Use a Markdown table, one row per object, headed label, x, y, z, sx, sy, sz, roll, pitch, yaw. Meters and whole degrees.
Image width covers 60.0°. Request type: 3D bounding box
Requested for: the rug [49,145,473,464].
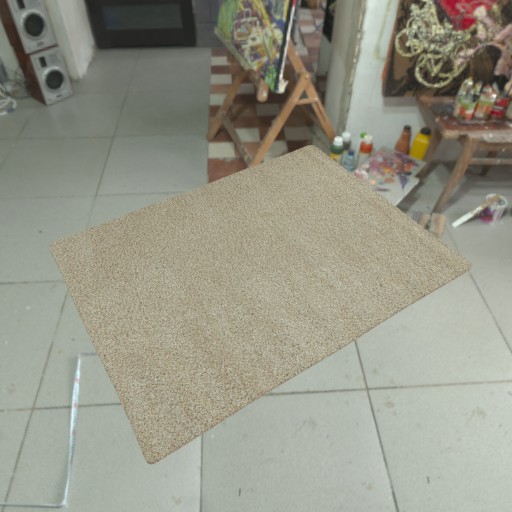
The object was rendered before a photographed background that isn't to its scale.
| label | x | y | z | sx | sy | sz | roll | pitch | yaw |
| --- | --- | --- | --- | --- | --- | --- | --- | --- | --- |
| rug | 0.000 | 0.000 | 2.074 | 1.600 | 0.025 | 1.199 | -25 | 51 | -22 |
